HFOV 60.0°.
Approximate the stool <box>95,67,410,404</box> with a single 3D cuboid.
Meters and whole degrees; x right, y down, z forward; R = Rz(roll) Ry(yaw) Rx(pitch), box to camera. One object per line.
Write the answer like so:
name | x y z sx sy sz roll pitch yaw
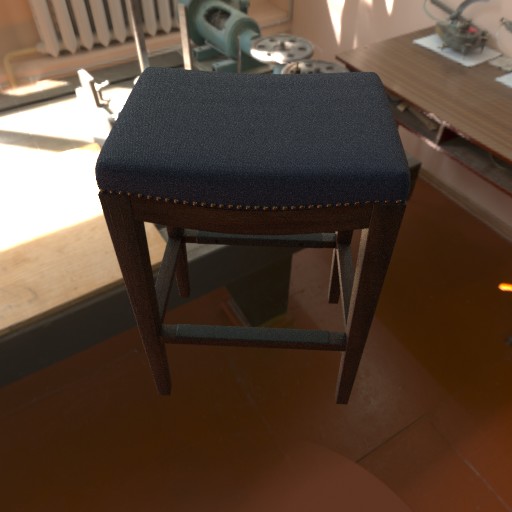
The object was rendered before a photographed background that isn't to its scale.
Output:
stool | 0.000 0.000 1.027 0.498 0.740 0.358 2 47 2
